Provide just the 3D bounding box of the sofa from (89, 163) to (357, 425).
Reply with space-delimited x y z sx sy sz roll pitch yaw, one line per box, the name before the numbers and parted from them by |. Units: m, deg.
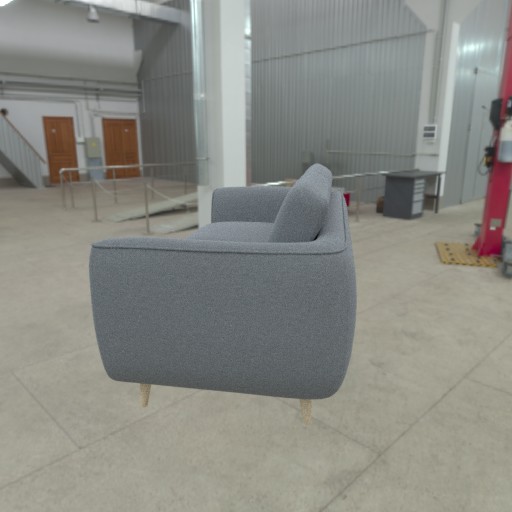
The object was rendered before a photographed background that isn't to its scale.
sofa | 0.000 0.000 2.192 0.920 0.850 1.700 3 15 10
